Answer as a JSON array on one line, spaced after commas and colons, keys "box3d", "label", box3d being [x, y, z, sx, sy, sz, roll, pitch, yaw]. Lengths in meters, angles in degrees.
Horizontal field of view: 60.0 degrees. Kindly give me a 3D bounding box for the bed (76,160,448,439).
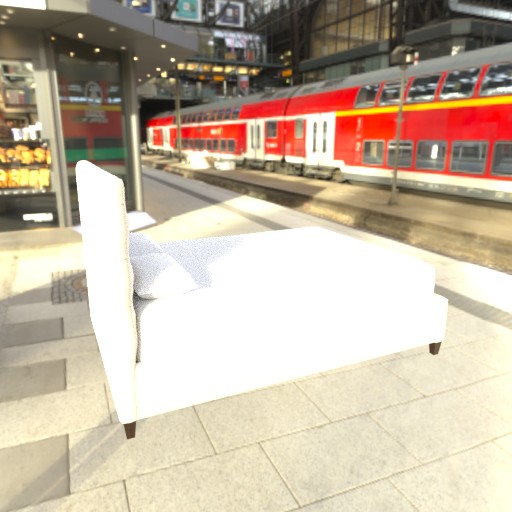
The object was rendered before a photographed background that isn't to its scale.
[{"box3d": [0.000, 0.000, 3.444, 2.387, 1.427, 1.698, -7, 17, -24], "label": "bed"}]
